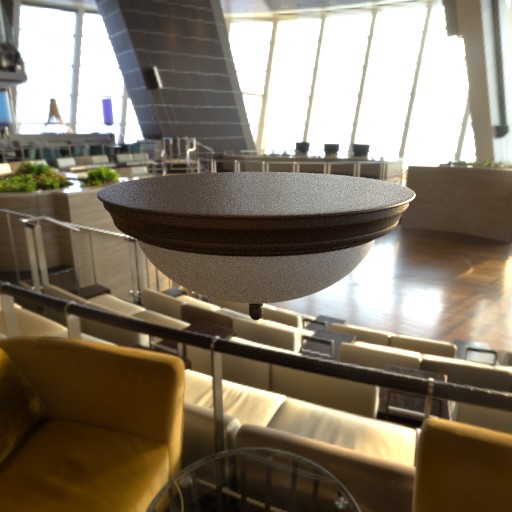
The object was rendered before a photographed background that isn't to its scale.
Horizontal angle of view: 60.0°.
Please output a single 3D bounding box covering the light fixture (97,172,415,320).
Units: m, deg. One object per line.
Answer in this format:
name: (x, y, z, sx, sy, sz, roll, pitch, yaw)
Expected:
light fixture: (0.000, 0.000, 0.431, 0.280, 0.135, 0.280, 0, 16, 0)
